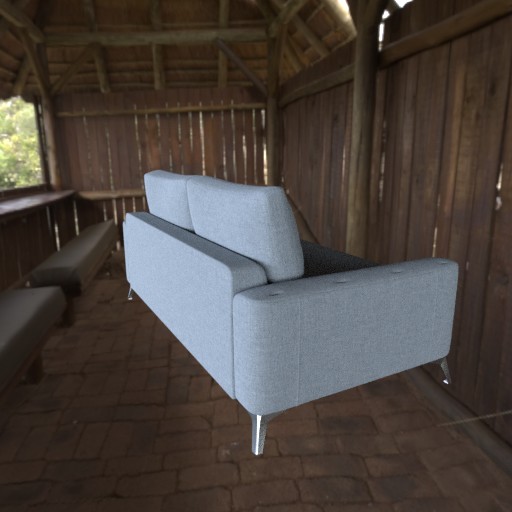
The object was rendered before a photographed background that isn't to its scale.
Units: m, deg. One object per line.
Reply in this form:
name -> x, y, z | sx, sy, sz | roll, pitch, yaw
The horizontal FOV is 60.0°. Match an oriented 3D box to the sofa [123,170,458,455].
sofa -> 0.000, 0.000, 2.149 | 0.920, 0.790, 1.650 | -7, 16, -28
